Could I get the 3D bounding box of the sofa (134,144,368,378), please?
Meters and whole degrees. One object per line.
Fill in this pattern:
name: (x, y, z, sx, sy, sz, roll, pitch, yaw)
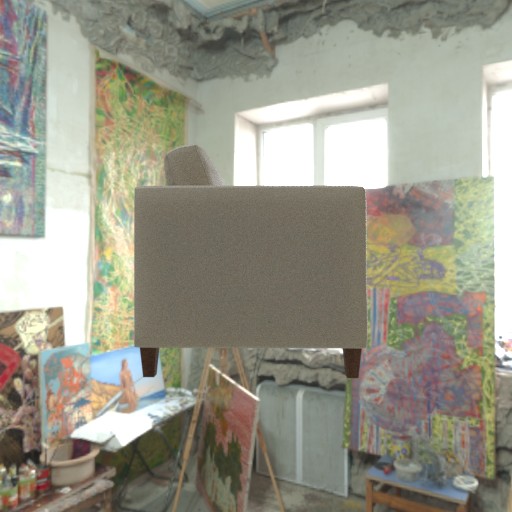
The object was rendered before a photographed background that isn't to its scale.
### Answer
sofa: (0.000, 0.000, 2.891, 0.951, 0.968, 2.361, 0, 0, 1)
